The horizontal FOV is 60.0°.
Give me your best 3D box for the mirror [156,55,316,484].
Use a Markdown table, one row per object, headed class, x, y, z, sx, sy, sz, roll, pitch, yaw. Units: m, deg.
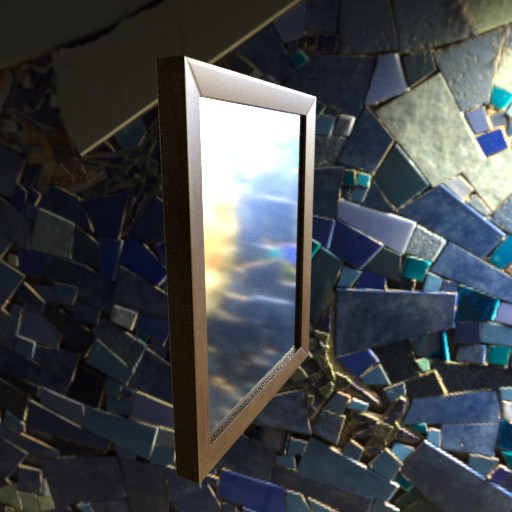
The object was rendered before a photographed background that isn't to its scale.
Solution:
| class | x | y | z | sx | sy | sz | roll | pitch | yaw |
| --- | --- | --- | --- | --- | --- | --- | --- | --- | --- |
| mirror | 0.000 | 0.000 | 0.690 | 0.041 | 0.508 | 0.405 | 7 | 15 | 26 |
